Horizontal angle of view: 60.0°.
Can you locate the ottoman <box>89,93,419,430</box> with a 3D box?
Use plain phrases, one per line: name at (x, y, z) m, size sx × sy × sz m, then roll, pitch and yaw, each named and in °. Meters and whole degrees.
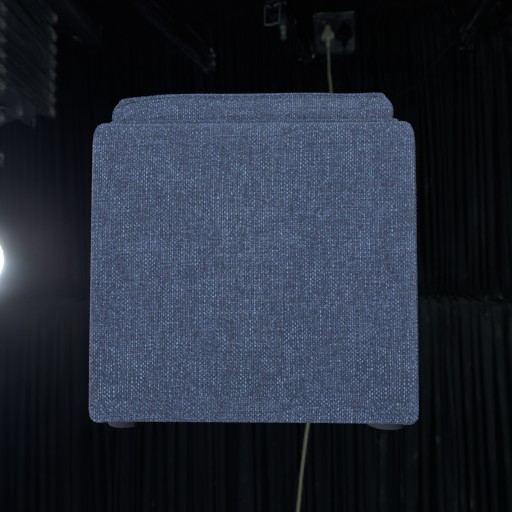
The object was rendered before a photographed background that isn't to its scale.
ottoman at (0.000, 0.000, 0.824) m, size 0.454 × 0.493 × 0.436 m, roll 0°, pitch -2°, yaw 1°
